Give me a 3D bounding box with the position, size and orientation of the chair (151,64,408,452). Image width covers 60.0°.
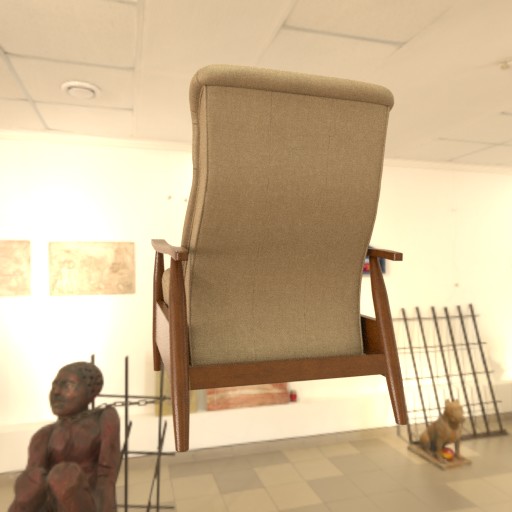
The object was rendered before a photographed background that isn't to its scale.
[{"bbox_3d":[0.000,0.000,1.775,0.762,1.082,1.030,0,-1,-17],"label":"chair"}]
